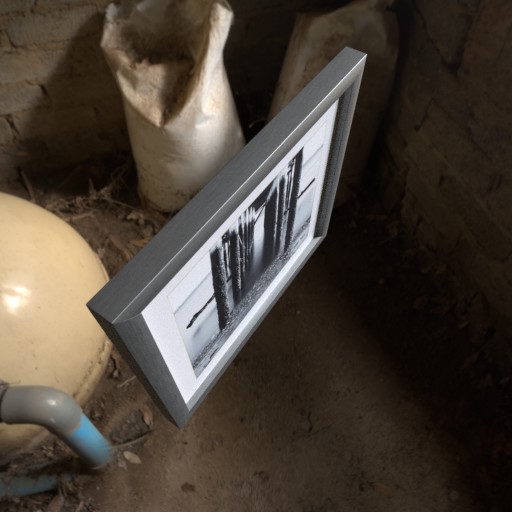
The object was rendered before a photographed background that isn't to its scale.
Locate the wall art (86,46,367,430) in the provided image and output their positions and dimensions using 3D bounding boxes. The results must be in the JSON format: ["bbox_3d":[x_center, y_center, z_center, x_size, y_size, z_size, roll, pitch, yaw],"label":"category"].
[{"bbox_3d":[0.000,0.000,0.529,0.028,0.330,0.380,30,62,18],"label":"wall art"}]
